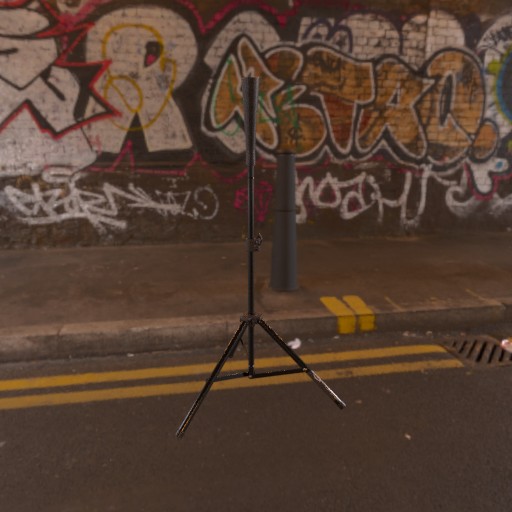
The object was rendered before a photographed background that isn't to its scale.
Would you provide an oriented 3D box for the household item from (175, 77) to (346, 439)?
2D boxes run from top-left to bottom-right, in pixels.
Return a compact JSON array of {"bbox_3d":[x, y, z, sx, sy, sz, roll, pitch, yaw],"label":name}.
[{"bbox_3d":[0.000,0.000,1.401,0.559,1.067,0.559,7,16,27],"label":"household item"}]
